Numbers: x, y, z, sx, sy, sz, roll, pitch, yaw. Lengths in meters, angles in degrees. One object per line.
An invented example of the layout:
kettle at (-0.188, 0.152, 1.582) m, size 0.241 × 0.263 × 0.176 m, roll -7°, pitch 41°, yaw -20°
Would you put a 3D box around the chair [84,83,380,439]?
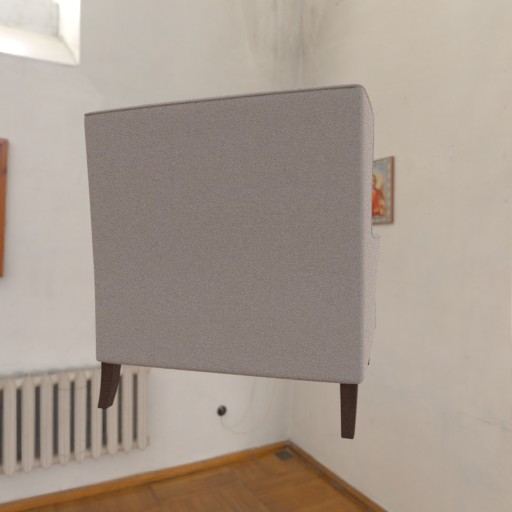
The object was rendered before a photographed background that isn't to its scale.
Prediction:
chair at (0.000, 0.000, 1.856) m, size 0.982 × 1.056 × 1.040 m, roll 0°, pitch 1°, yaw 17°
